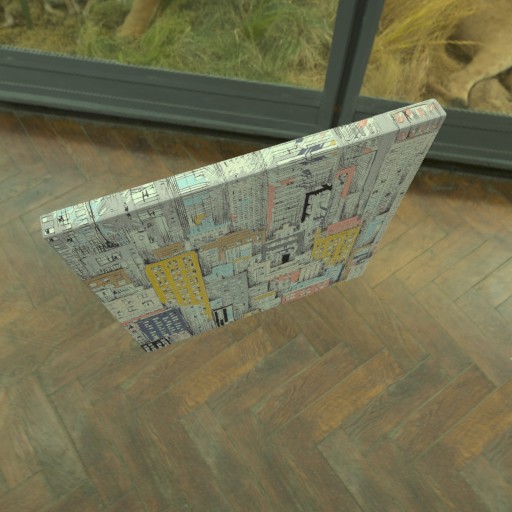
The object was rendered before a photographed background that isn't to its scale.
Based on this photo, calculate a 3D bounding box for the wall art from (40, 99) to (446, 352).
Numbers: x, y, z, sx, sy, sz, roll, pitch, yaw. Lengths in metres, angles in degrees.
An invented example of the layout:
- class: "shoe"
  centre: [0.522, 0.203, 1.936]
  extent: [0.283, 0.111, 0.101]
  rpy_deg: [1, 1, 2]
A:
- class: "wall art"
  centre: [0.000, 0.000, 1.132]
  extent: [0.761, 0.762, 0.048]
  rpy_deg: [-19, 65, -9]
